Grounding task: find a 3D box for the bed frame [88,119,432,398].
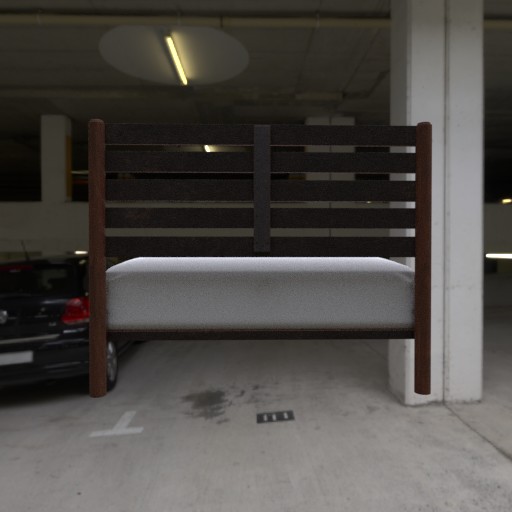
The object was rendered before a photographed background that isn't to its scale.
[{"bbox_3d":[0.000,0.000,3.227,1.655,1.321,2.234,0,1,-1],"label":"bed frame"}]
